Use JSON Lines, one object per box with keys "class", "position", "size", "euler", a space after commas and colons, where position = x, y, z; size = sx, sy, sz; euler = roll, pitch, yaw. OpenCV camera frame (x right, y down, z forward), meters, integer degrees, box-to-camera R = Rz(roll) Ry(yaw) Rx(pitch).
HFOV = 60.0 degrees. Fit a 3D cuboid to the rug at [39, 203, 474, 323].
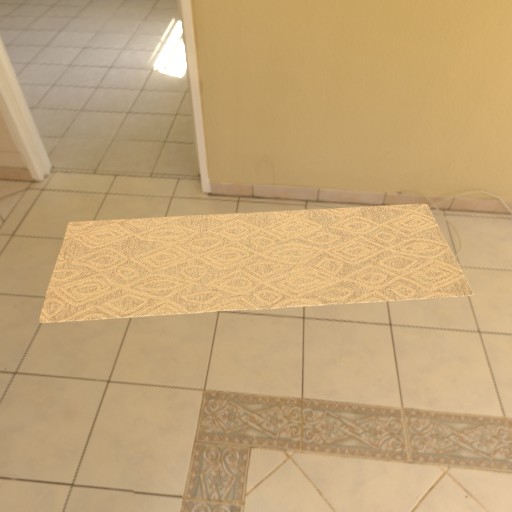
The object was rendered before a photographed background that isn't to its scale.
{"class": "rug", "position": [0.000, 0.000, 2.729], "size": [2.436, 0.013, 0.807], "euler": [-3, 47, -3]}
